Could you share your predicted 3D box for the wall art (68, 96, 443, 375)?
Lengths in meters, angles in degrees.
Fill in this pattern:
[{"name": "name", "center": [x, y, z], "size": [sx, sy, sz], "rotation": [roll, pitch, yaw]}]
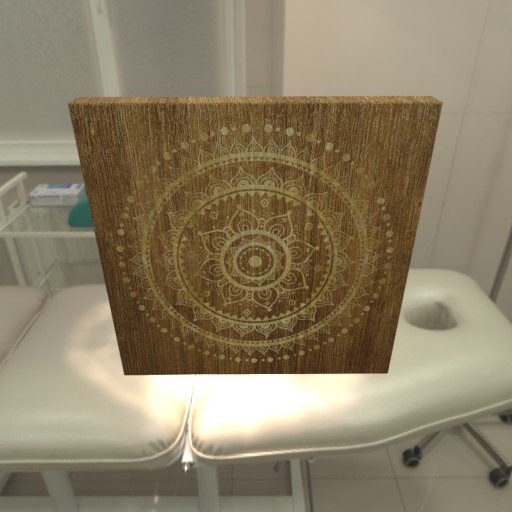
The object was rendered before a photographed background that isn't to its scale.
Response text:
[{"name": "wall art", "center": [0.000, 0.000, 0.594], "size": [0.406, 0.403, 0.039], "rotation": [0, 30, -1]}]
